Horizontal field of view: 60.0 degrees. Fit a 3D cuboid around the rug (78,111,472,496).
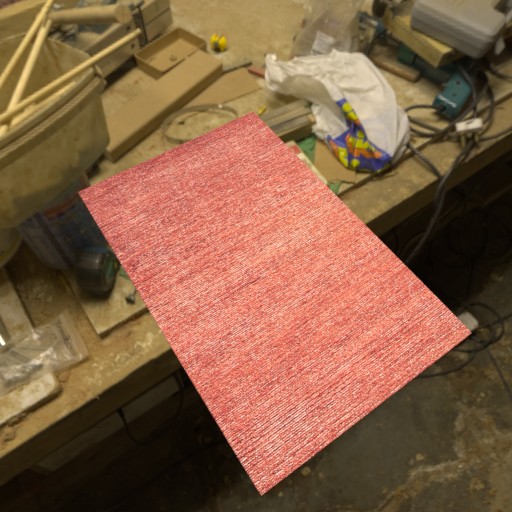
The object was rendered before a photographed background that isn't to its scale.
[{"bbox_3d":[0.000,0.000,2.181,1.139,0.011,1.747,-30,63,-17],"label":"rug"}]
